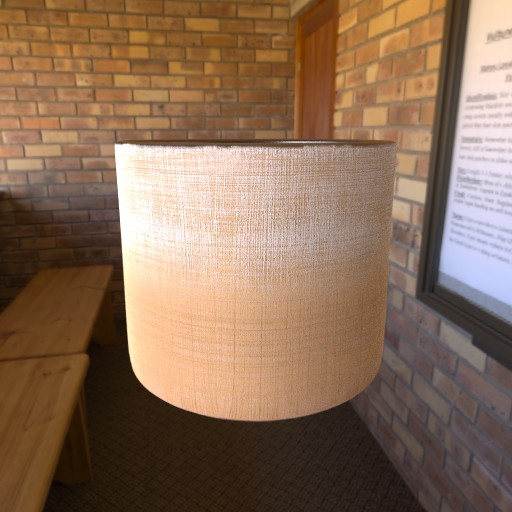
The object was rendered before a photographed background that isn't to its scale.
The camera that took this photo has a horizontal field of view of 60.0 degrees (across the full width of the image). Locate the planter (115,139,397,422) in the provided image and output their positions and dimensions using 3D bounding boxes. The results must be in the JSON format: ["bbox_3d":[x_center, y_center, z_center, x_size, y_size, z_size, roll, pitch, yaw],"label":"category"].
[{"bbox_3d":[0.000,0.000,0.437,0.254,0.221,0.254,0,15,0],"label":"planter"}]
